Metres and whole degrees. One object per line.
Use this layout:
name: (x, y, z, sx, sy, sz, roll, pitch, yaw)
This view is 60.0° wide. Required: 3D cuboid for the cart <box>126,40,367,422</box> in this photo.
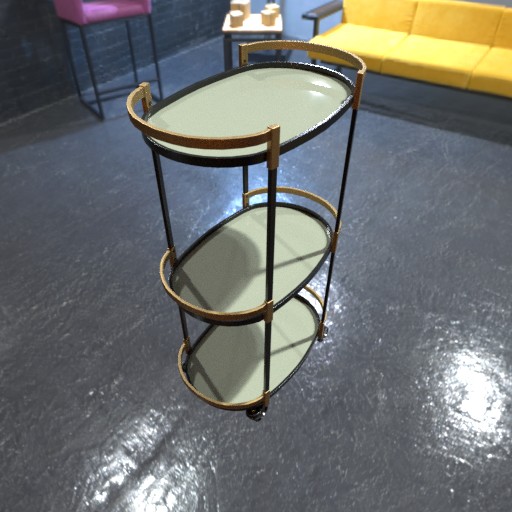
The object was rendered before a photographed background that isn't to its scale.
cart: (0.000, 0.000, 1.117, 0.311, 0.885, 0.515, 26, 48, 27)
